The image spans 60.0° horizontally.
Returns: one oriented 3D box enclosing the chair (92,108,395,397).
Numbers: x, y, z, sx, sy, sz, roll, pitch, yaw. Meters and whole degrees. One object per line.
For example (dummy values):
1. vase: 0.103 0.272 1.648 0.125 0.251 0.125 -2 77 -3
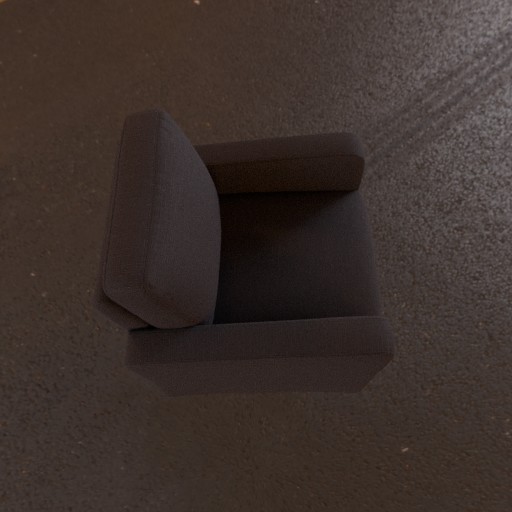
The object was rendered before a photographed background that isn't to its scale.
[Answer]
1. chair: 0.000 0.000 1.511 0.863 0.855 0.798 -1 64 0
